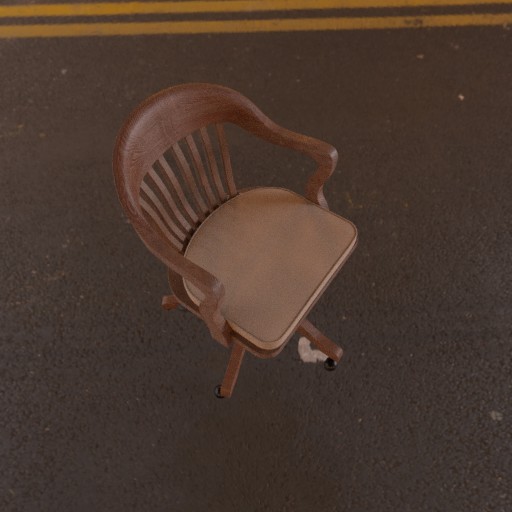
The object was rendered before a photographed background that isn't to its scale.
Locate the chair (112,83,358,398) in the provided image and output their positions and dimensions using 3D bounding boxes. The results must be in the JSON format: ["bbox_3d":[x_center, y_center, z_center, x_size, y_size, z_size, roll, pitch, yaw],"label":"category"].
[{"bbox_3d":[0.000,0.000,1.484,0.788,0.878,0.750,31,63,18],"label":"chair"}]
